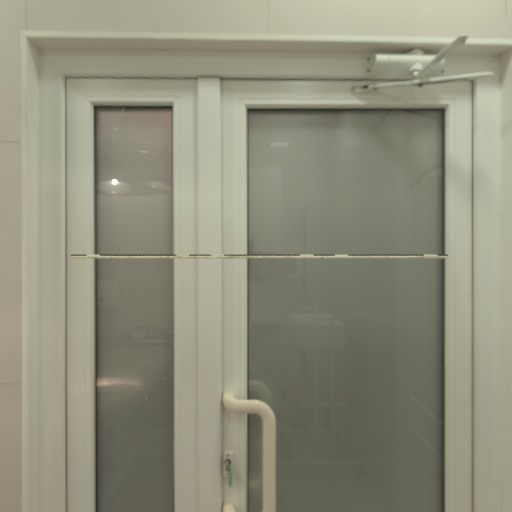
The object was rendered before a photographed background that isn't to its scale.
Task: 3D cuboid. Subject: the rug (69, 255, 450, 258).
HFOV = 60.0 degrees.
[{"bbox_3d":[0.000,0.000,2.942,1.555,0.016,2.286,0,0,-1],"label":"rug"}]
